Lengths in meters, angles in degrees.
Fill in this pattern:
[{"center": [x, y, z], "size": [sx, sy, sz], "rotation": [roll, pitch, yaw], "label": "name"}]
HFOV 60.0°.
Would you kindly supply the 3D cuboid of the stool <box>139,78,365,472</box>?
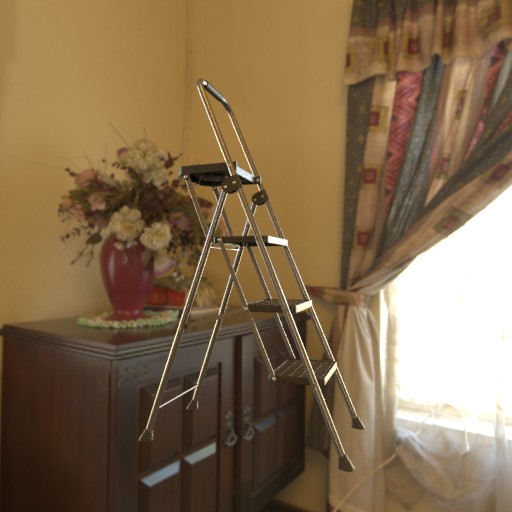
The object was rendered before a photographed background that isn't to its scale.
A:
[{"center": [0.000, 0.000, 1.609], "size": [0.733, 1.277, 0.396], "rotation": [0, -1, 19], "label": "stool"}]
